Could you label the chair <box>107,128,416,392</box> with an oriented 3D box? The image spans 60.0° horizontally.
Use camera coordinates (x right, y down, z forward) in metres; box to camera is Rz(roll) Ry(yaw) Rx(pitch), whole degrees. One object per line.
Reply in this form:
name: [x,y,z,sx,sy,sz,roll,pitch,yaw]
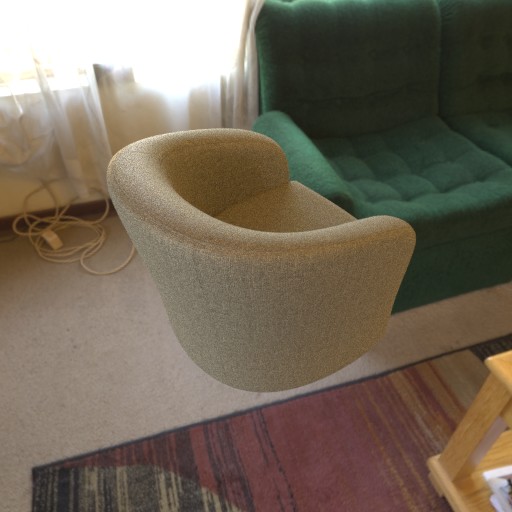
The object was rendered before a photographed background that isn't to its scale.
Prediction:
chair: [0.000,0.000,1.498,0.815,0.771,0.791,-25,47,-26]
